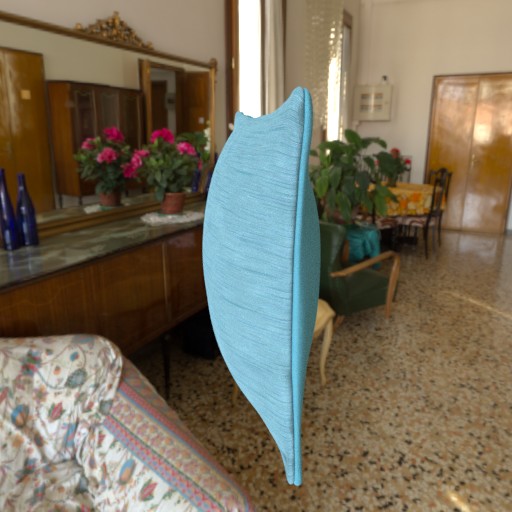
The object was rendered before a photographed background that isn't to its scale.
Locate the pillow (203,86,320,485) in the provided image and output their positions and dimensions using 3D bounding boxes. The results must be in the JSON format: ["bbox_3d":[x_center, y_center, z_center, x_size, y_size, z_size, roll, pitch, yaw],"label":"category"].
[{"bbox_3d":[0.000,0.000,0.633,0.151,0.415,0.433,-3,16,-9],"label":"pillow"}]
